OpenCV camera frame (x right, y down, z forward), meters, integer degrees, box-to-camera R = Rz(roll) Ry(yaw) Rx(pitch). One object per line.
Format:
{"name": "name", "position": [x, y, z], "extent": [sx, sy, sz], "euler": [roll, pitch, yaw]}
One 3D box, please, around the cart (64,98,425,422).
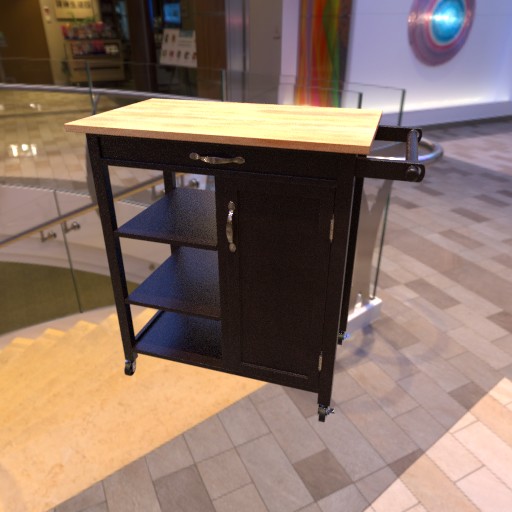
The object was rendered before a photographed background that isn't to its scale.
{"name": "cart", "position": [0.000, 0.000, 1.450], "extent": [0.914, 0.878, 0.472], "euler": [8, 29, 15]}
